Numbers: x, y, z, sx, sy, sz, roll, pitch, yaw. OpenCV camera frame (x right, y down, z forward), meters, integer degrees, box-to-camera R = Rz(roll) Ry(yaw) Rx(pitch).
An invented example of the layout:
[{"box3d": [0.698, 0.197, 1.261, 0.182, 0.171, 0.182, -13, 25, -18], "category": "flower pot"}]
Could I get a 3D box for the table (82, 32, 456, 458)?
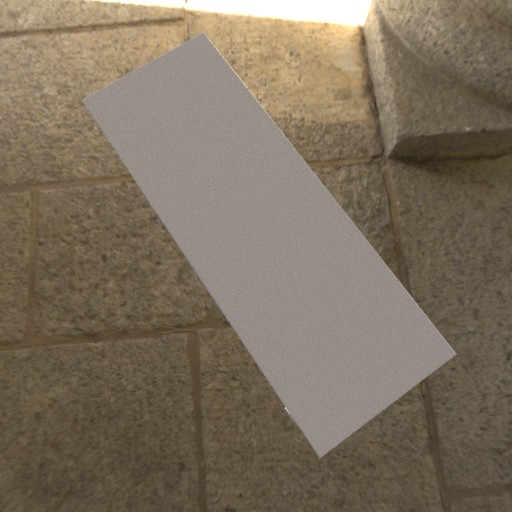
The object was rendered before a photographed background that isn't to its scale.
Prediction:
[{"box3d": [0.000, 0.000, 1.457, 0.397, 0.753, 1.068, -33, 77, -9], "category": "table"}]
